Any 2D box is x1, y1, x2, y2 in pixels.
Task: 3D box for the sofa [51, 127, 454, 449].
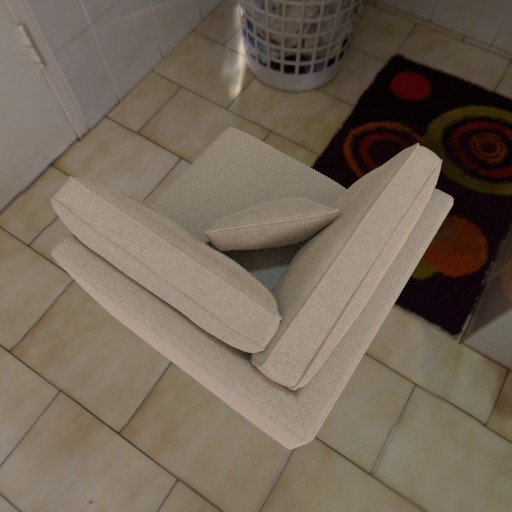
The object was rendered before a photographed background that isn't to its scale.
[{"bbox_3d":[0.000,0.000,1.926,1.146,1.002,1.084,33,69,14],"label":"sofa"}]
